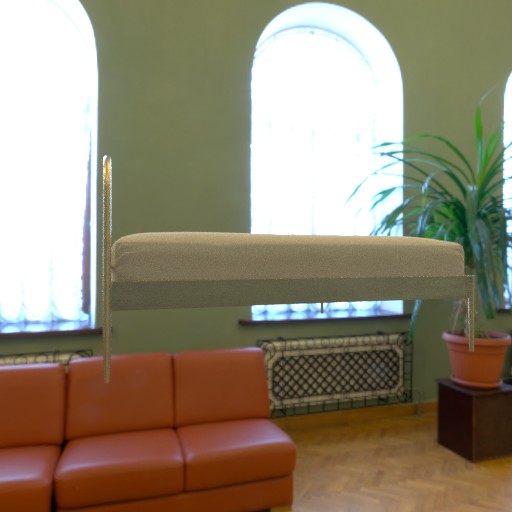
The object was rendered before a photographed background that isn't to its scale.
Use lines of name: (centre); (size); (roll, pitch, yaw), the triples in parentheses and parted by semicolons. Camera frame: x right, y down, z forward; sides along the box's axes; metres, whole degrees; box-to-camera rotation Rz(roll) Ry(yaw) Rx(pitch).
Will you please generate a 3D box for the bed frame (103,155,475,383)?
bed frame: (0.000, 0.000, 3.312); (2.152, 1.174, 2.016); (0, 0, -19)
